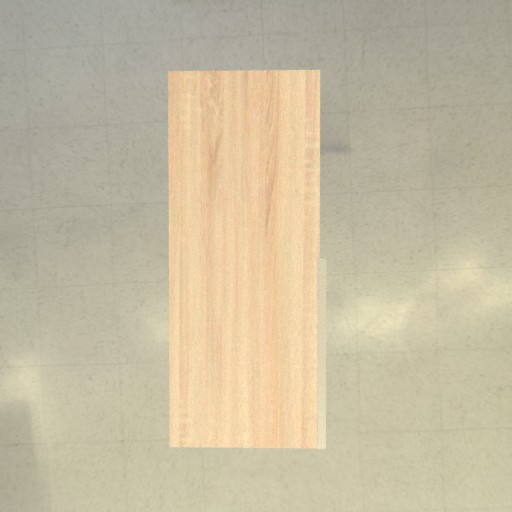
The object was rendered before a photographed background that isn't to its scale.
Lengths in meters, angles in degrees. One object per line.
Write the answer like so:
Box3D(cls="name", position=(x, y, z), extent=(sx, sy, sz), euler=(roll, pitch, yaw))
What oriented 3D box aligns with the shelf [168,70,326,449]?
Box3D(cls="shelf", position=(0.000, 0.000, 1.868), extent=(0.434, 1.405, 0.995), euler=(0, 91, 1))
